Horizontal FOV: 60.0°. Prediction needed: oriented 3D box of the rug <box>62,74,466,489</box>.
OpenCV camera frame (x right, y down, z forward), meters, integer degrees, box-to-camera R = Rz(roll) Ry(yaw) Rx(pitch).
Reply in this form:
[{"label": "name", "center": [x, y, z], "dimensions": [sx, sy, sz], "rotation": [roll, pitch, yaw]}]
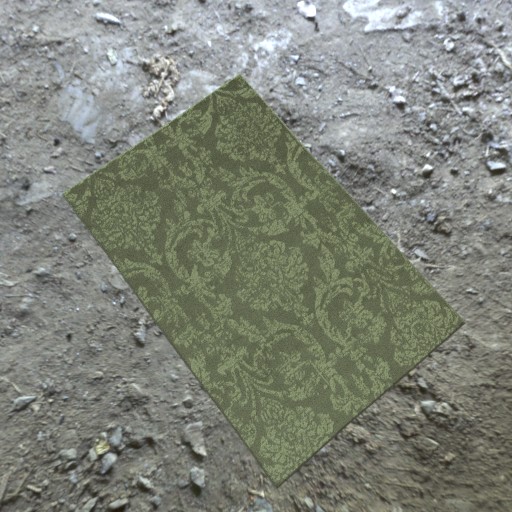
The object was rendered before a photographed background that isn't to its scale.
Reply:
[{"label": "rug", "center": [0.000, 0.000, 2.278], "dimensions": [1.206, 0.012, 1.824], "rotation": [-37, 78, -9]}]
